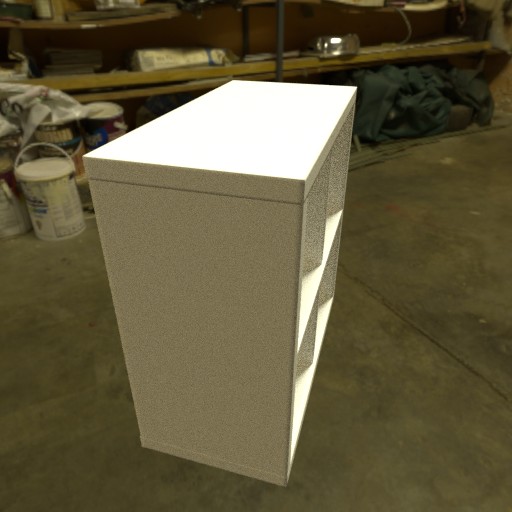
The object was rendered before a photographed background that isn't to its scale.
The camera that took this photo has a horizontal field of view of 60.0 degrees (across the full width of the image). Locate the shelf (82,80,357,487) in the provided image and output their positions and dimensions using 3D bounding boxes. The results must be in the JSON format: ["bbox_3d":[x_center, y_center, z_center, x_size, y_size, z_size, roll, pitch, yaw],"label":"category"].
[{"bbox_3d":[0.000,0.000,1.243,0.390,0.786,0.790,9,32,14],"label":"shelf"}]
